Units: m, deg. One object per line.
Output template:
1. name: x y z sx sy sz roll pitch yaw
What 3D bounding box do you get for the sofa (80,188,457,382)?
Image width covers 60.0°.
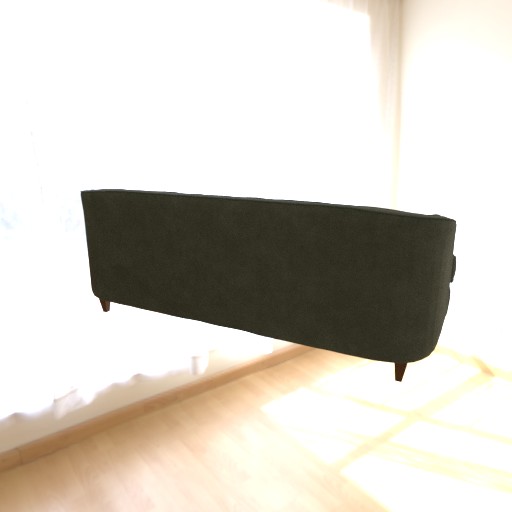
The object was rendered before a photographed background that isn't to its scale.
1. sofa: 0.000 0.000 2.797 2.278 0.855 0.941 8 17 26
